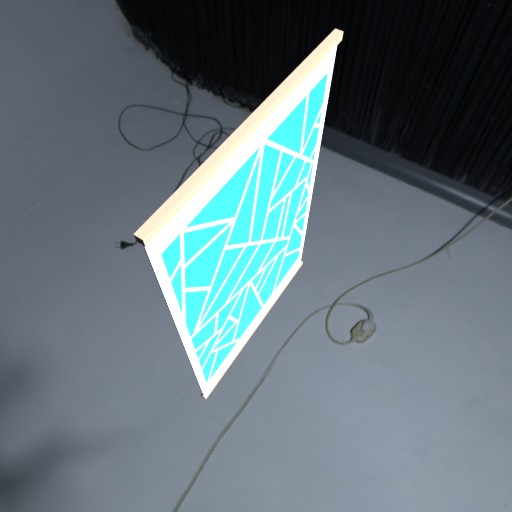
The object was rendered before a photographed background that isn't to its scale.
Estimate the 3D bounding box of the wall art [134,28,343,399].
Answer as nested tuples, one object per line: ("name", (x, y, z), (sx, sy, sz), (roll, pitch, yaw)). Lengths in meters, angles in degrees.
("wall art", (0.000, 0.000, 1.900), (0.030, 1.519, 0.990), (30, 63, 17))
